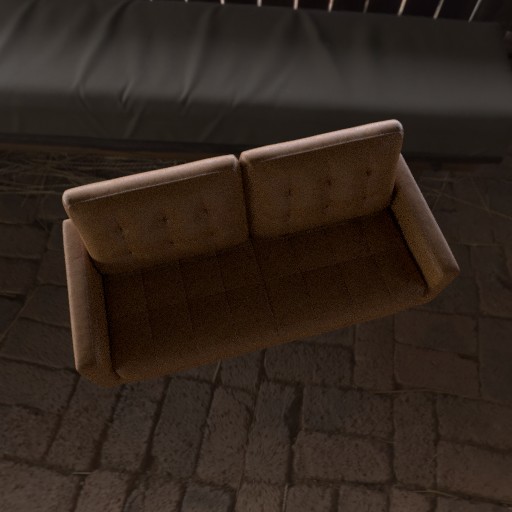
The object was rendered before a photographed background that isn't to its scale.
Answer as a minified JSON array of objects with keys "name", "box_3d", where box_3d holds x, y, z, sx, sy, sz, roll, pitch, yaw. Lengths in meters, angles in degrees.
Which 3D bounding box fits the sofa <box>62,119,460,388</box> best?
[{"name":"sofa","box_3d":[0.000,0.000,2.255,1.821,0.898,0.850,-14,65,-6]}]
